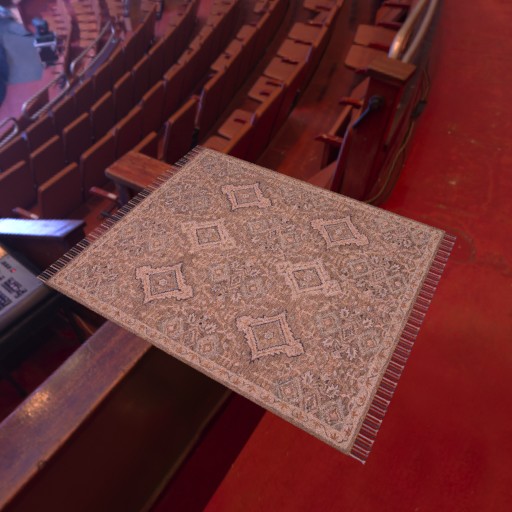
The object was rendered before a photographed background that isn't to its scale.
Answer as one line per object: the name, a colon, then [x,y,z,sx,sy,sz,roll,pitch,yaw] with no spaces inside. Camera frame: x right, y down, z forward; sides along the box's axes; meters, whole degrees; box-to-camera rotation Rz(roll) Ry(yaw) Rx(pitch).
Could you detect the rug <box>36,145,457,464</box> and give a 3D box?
rug: [0.000,0.000,4.079,3.056,0.010,2.437,23,51,20]
